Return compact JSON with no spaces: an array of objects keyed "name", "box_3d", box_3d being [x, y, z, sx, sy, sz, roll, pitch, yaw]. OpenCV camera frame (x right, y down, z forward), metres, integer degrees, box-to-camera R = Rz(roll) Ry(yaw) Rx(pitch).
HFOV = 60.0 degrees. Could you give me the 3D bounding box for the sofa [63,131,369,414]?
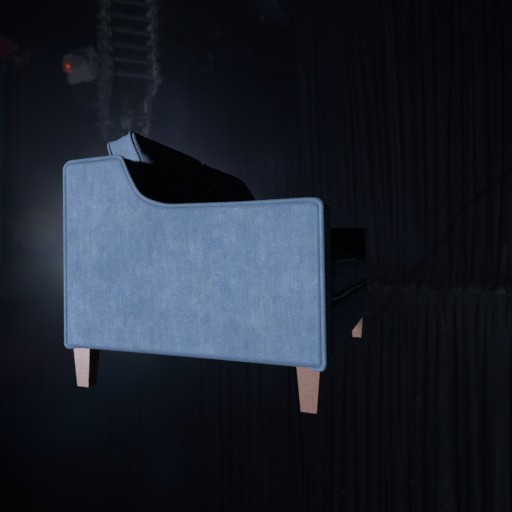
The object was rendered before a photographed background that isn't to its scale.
[{"name":"sofa","box_3d":[0.000,0.000,2.168,0.987,0.971,1.501,0,0,19]}]
